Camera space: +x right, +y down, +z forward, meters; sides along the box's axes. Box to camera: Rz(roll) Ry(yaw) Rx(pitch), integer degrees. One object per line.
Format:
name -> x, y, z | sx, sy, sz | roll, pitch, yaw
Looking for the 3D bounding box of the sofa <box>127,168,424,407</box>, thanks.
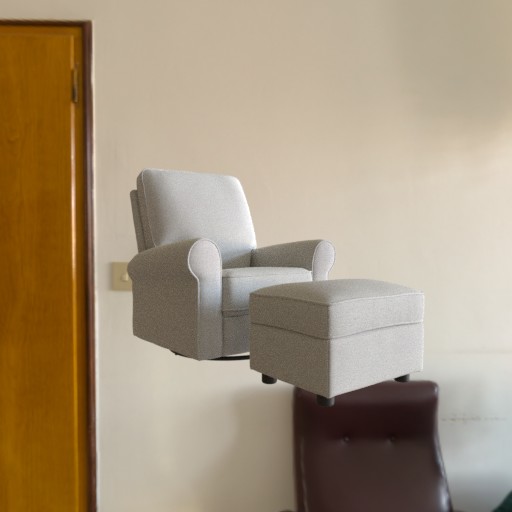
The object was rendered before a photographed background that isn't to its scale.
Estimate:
sofa -> 0.000, 0.000, 2.119 | 0.880, 0.959, 1.478 | -1, 2, -37
